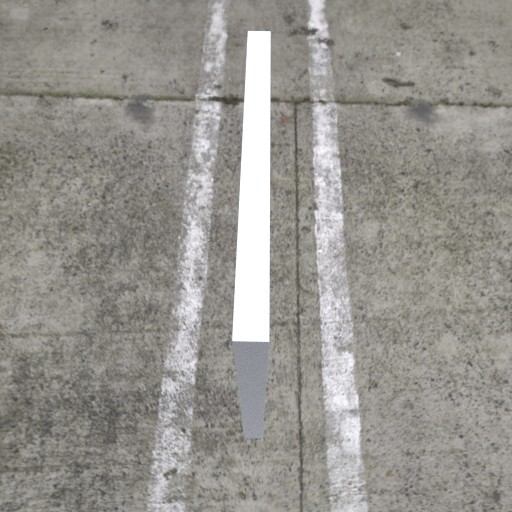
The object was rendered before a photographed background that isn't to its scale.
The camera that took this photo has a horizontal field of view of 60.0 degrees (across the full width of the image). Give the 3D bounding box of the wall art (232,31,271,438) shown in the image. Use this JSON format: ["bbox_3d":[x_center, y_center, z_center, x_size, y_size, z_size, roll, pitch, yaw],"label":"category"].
[{"bbox_3d":[0.000,0.000,0.770,0.035,0.507,0.508,1,58,1],"label":"wall art"}]
